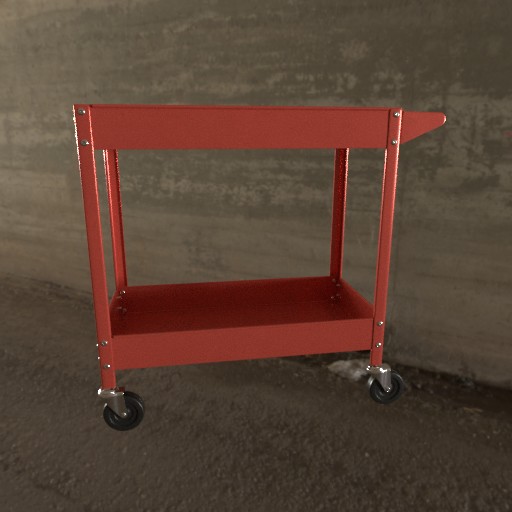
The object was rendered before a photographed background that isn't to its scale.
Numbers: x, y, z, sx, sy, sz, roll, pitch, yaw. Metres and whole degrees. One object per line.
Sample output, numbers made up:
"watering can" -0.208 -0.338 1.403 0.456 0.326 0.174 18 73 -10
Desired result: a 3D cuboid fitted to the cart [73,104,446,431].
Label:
"cart" 0.000 0.000 1.151 0.779 0.719 0.366 -2 15 -9
